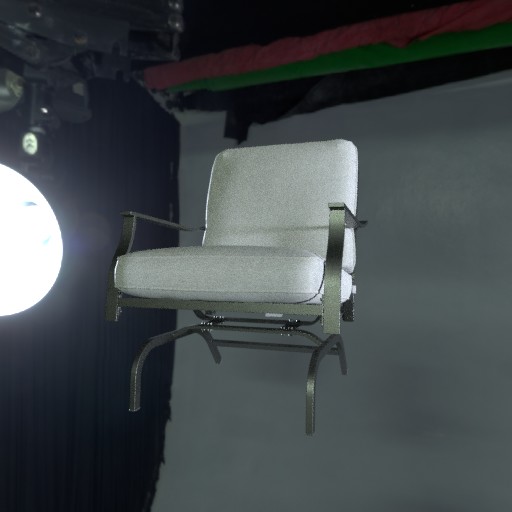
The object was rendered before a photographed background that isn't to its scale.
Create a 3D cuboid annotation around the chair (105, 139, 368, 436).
[{"bbox_3d":[0.000,0.000,1.450,0.650,0.860,0.787,0,0,20],"label":"chair"}]
